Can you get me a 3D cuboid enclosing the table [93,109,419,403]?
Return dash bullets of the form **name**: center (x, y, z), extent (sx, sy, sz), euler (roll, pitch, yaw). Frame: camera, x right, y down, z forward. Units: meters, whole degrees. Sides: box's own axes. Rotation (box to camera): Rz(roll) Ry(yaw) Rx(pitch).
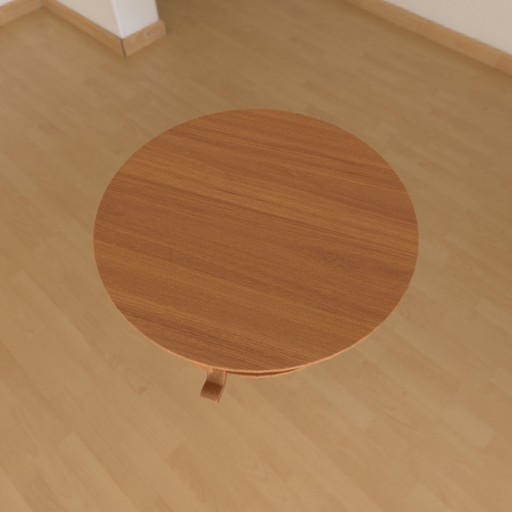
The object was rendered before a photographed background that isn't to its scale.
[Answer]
- **table**: center (0.000, 0.000, 1.622), extent (1.029, 0.490, 1.029), euler (0, 57, 0)
